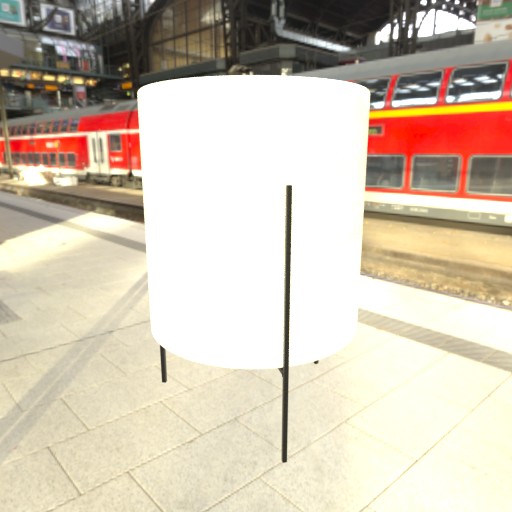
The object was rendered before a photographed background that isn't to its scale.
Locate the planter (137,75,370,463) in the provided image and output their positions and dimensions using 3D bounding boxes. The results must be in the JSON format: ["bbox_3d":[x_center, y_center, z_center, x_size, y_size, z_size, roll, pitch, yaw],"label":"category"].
[{"bbox_3d":[0.000,0.000,0.694,0.333,0.483,0.324,-13,19,-43],"label":"planter"}]
